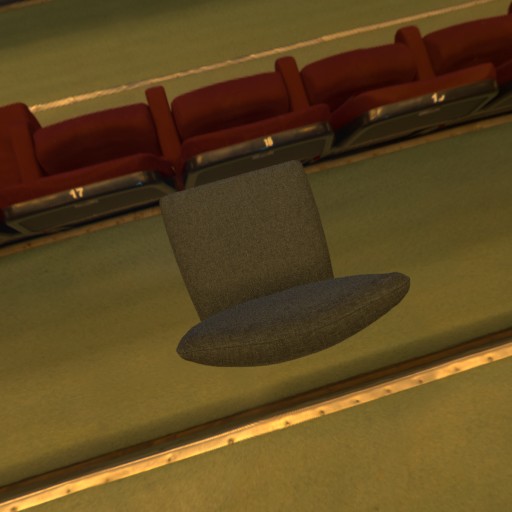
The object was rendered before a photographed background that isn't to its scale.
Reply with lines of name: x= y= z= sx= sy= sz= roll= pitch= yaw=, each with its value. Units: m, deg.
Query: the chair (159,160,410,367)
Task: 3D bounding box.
chair: x=0.000 y=0.000 z=1.295 sx=0.480 sy=0.931 sz=0.635 roll=-16 pitch=75 yaw=-4
